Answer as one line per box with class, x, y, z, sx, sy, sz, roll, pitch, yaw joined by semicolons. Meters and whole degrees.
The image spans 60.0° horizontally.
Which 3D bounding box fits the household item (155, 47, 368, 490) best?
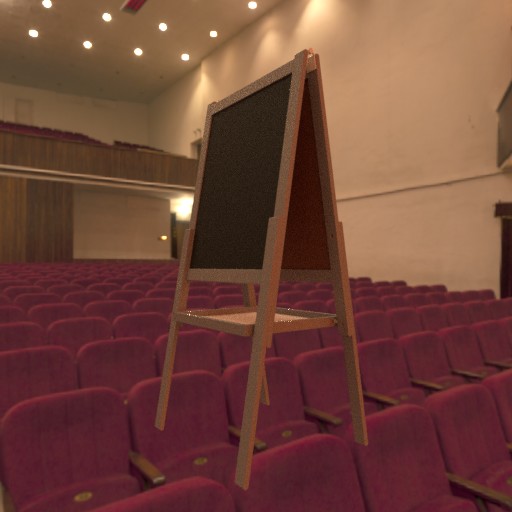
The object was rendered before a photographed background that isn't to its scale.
household item;0.000;0.000;1.456;0.469;1.172;0.531;1;-2;-36
